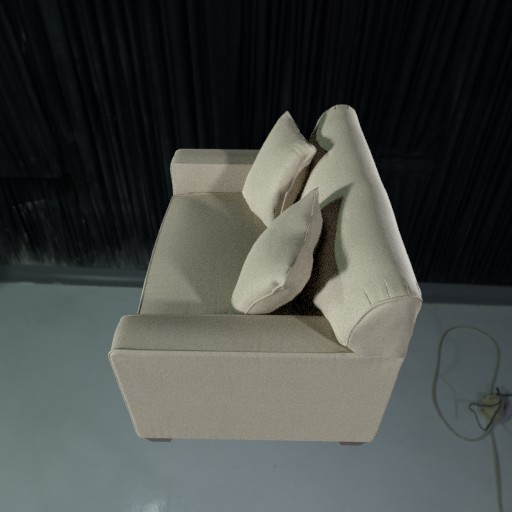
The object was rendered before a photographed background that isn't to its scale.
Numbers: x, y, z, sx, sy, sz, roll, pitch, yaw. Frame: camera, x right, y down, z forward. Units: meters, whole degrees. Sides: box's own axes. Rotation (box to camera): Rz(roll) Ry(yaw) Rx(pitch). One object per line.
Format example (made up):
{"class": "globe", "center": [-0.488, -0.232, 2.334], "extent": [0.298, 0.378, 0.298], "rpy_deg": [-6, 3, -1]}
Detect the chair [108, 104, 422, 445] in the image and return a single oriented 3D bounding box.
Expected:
{"class": "chair", "center": [0.000, 0.000, 2.028], "extent": [1.000, 0.948, 1.383], "rpy_deg": [1, 41, 1]}
